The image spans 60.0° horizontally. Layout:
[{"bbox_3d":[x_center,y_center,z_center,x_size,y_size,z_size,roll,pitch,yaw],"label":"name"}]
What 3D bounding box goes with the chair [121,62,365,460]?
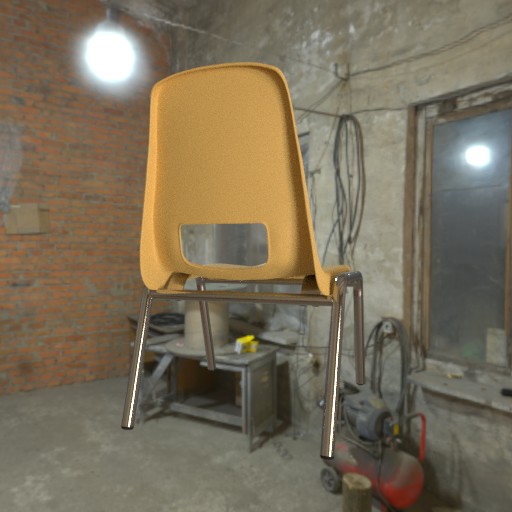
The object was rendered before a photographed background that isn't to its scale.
[{"bbox_3d":[0.000,0.000,0.792,0.354,0.536,0.385,0,1,18],"label":"chair"}]
